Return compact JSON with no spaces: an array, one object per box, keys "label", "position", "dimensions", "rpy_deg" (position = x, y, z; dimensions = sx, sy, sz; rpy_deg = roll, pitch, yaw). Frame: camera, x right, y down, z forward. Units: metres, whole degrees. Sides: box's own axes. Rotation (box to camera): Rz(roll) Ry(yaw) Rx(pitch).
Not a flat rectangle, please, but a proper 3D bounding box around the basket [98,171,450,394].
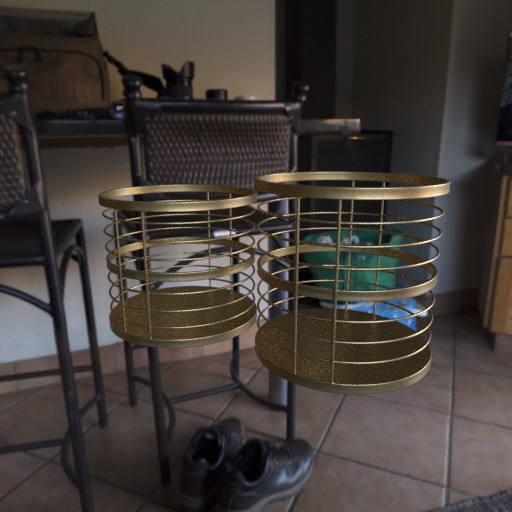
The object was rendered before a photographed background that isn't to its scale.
[{"label":"basket","position":[0.000,0.000,0.966],"dimensions":[0.746,0.351,0.356],"rpy_deg":[7,16,26]}]
